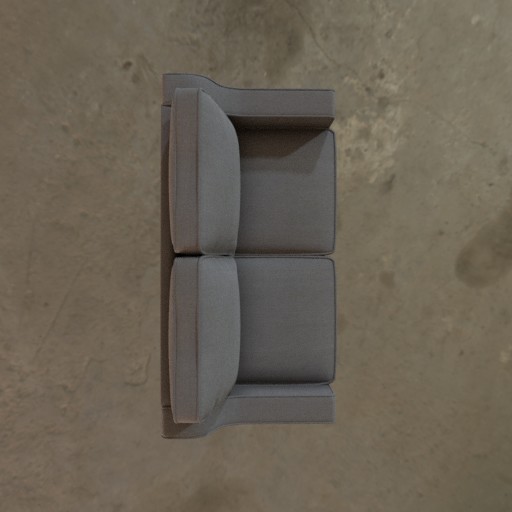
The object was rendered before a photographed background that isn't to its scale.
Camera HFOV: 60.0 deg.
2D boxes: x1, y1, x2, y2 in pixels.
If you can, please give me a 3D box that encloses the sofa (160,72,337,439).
[{"bbox_3d":[0.000,0.000,2.073,0.791,0.948,1.500,0,90,-1],"label":"sofa"}]
